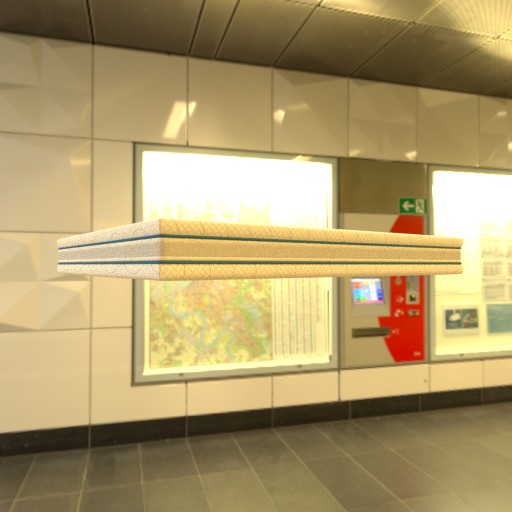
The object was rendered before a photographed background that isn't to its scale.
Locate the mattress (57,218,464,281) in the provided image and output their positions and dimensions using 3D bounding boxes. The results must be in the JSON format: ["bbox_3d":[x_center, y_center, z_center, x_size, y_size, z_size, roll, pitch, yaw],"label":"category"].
[{"bbox_3d":[0.000,0.000,2.784,2.000,0.230,1.600,1,-1,-36],"label":"mattress"}]
